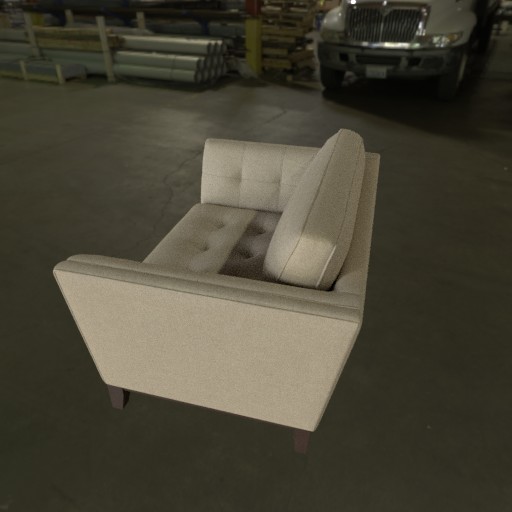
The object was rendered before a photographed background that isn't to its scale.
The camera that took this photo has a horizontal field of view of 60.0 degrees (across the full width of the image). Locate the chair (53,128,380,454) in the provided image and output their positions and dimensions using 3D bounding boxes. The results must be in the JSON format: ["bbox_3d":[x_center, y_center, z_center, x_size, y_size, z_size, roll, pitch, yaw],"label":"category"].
[{"bbox_3d":[0.000,0.000,2.005,0.965,0.940,1.397,8,33,13],"label":"chair"}]
